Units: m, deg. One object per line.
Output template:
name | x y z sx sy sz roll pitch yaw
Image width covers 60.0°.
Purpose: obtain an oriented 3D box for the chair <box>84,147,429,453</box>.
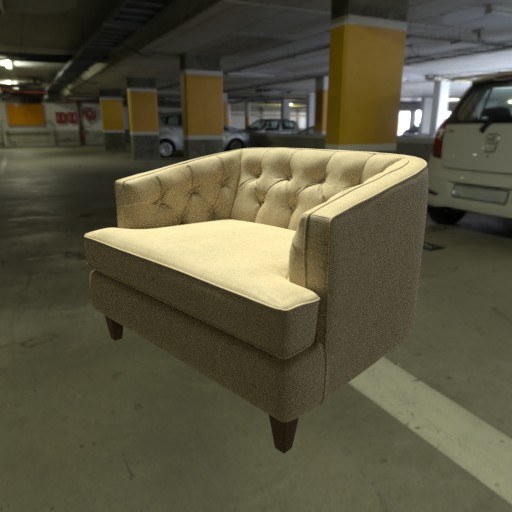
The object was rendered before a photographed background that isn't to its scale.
chair | 0.000 0.000 1.734 1.118 0.787 0.914 16 23 43
